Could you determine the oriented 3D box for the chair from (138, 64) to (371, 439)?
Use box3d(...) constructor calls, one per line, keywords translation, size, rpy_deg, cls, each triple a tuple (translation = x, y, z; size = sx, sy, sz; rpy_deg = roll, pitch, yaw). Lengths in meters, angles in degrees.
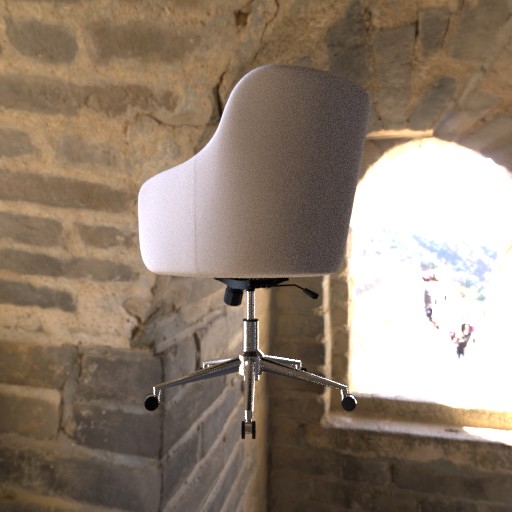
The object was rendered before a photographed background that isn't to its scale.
box3d(translation=(0.000, 0.000, 1.249), size=(0.602, 0.819, 0.647), rpy_deg=(0, -1, -35), cls="chair")
